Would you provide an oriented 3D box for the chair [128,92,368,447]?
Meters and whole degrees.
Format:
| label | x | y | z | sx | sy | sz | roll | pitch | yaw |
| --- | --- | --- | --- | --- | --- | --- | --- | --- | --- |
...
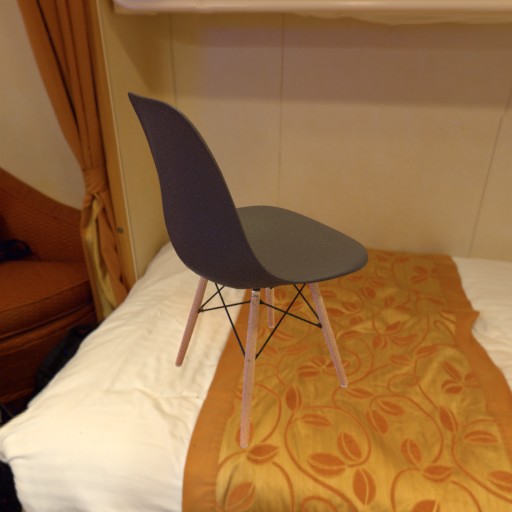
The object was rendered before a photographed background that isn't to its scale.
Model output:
| label | x | y | z | sx | sy | sz | roll | pitch | yaw |
| --- | --- | --- | --- | --- | --- | --- | --- | --- | --- |
| chair | 0.000 | 0.000 | 1.146 | 0.533 | 0.825 | 0.470 | -18 | 32 | -31 |
